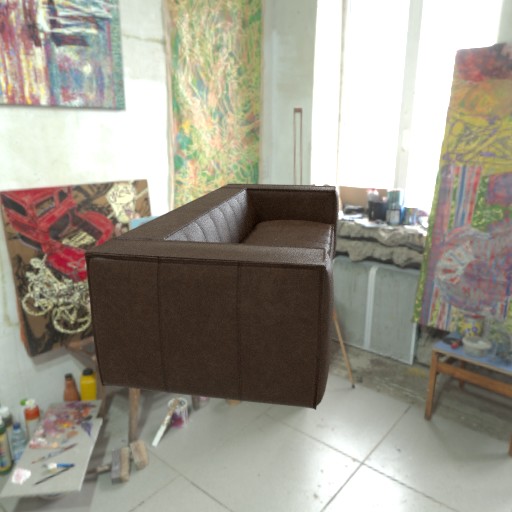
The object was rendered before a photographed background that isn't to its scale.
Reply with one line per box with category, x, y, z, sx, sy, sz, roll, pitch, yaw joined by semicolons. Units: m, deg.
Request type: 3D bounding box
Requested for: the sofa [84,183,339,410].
sofa;0.000;0.000;3.089;1.102;0.701;2.581;3;16;10
